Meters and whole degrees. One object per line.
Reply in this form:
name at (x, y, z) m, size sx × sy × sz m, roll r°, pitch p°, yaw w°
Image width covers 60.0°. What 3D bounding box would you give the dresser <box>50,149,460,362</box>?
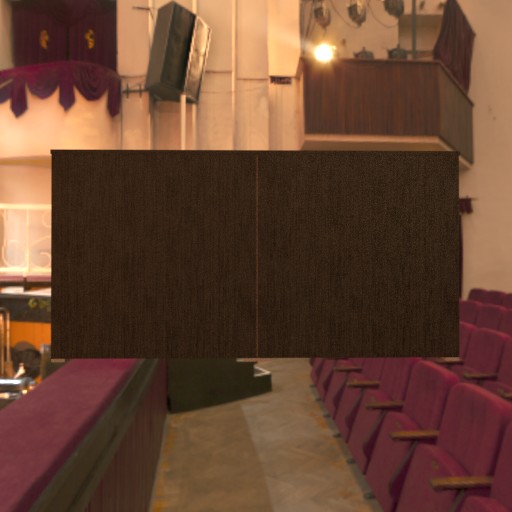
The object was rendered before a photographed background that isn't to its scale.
dresser at (0.000, 0.000, 1.825) m, size 1.535 × 0.790 × 0.333 m, roll 0°, pitch 0°, yaw -1°
